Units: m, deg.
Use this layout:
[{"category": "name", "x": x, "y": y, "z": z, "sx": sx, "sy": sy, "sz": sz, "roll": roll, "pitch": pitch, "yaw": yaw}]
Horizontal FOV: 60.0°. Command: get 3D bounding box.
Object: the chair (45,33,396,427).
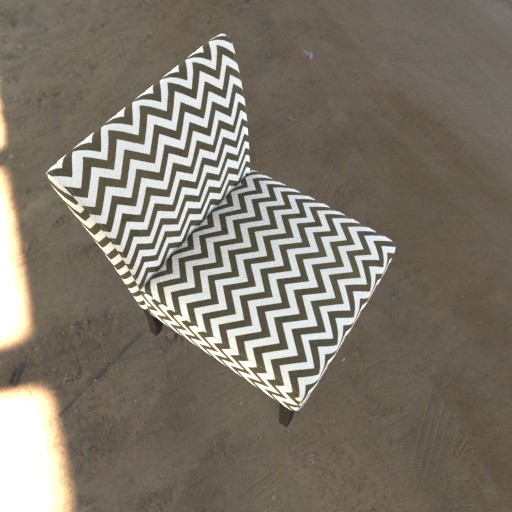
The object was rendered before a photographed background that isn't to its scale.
[{"category": "chair", "x": 0.000, "y": 0.000, "z": 1.262, "sx": 0.648, "sy": 0.838, "sz": 0.589, "roll": 30, "pitch": 63, "yaw": 17}]
